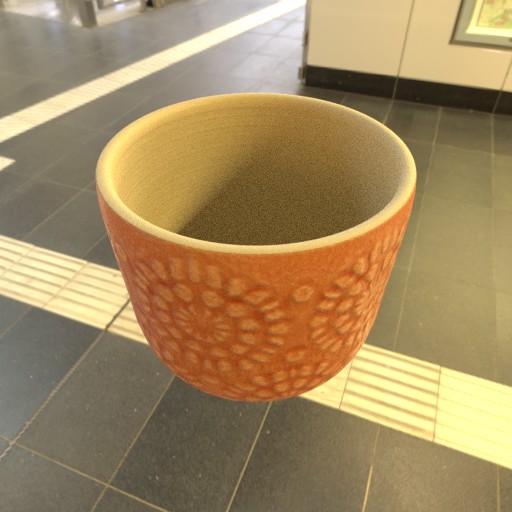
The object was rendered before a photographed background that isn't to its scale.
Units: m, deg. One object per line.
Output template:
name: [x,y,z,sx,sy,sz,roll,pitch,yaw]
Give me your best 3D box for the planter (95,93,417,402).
planter: [0.000,0.000,0.210,0.124,0.109,0.124,0,41,0]
